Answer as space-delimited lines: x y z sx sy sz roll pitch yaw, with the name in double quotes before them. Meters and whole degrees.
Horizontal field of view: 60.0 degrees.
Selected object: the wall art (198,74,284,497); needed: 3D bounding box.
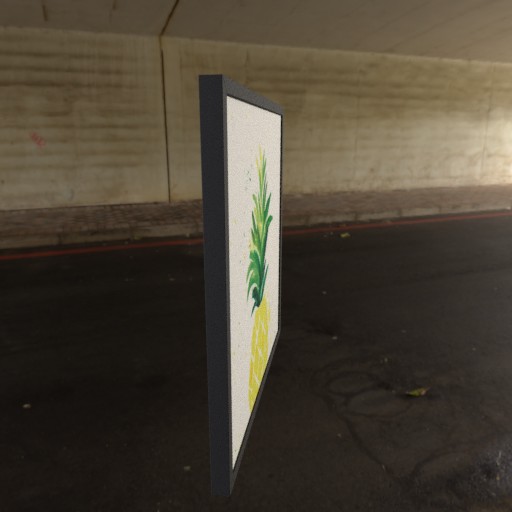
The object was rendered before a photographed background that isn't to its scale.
"wall art" 0.000 0.000 1.121 0.037 0.760 0.762 3 15 10
